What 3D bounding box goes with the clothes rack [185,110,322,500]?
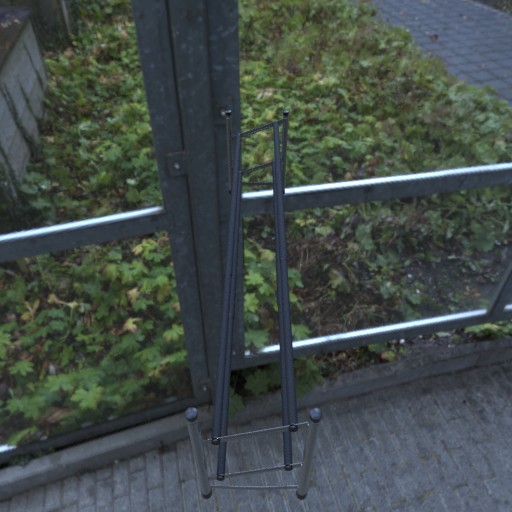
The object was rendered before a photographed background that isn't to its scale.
[{"bbox_3d":[0.000,0.000,1.265,0.229,0.349,1.168,0,42,0],"label":"clothes rack"}]
